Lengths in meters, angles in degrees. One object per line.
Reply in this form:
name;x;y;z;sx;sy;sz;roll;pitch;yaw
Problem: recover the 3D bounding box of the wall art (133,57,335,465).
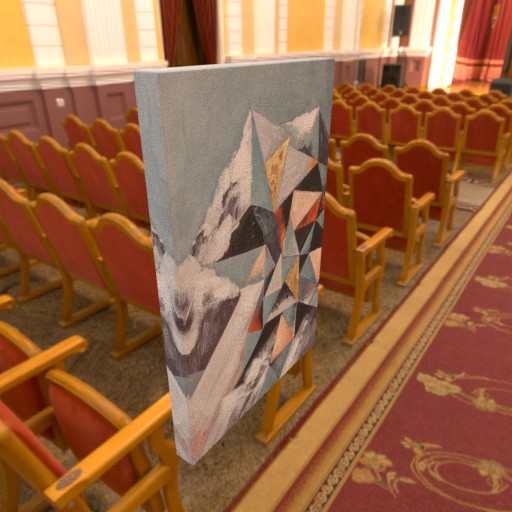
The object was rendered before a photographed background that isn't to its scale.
wall art;0.000;0.000;1.138;0.061;0.911;0.609;18;32;32
